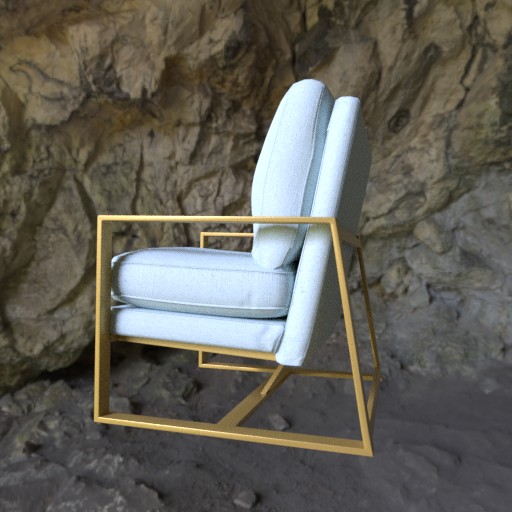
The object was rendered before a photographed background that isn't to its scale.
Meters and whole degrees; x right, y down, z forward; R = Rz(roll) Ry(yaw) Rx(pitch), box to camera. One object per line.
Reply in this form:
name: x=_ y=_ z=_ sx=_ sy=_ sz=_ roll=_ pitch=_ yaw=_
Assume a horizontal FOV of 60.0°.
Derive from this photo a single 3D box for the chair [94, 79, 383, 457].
chair: x=0.000 y=0.000 z=1.523 sx=0.813 sy=0.956 sz=0.758 roll=0 pitch=-1 yaw=18
